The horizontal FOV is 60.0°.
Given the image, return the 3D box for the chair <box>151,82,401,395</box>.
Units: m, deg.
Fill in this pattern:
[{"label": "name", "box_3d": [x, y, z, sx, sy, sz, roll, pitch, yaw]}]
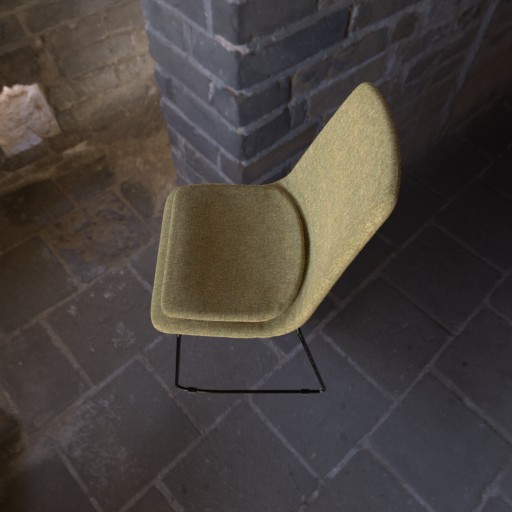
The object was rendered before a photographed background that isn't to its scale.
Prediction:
[{"label": "chair", "box_3d": [0.000, 0.000, 1.130, 0.496, 0.849, 0.479, 0, 58, 0]}]
